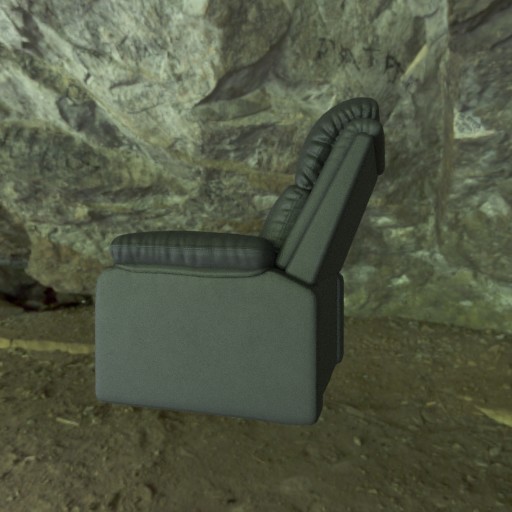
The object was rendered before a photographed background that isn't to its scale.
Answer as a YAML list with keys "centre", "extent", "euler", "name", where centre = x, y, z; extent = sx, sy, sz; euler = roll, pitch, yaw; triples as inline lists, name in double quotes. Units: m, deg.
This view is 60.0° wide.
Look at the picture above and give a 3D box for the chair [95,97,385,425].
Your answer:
- centre: [0.000, 0.000, 1.651]
  extent: [0.919, 0.992, 0.855]
  euler: [0, 1, 16]
  name: "chair"
